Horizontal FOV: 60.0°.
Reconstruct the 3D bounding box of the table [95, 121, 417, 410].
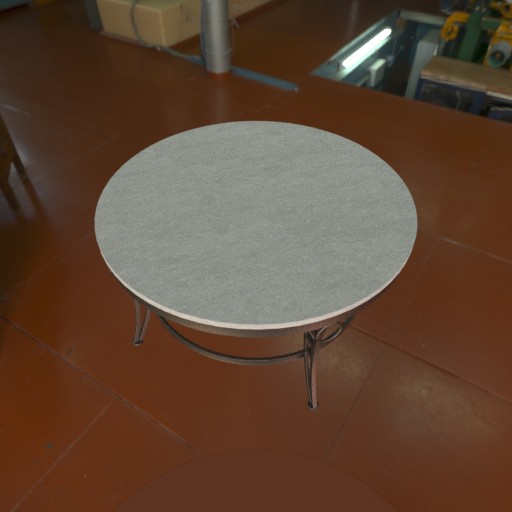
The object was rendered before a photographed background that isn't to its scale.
[{"bbox_3d":[0.000,0.000,1.426,0.889,0.470,0.889,0,45,0],"label":"table"}]
